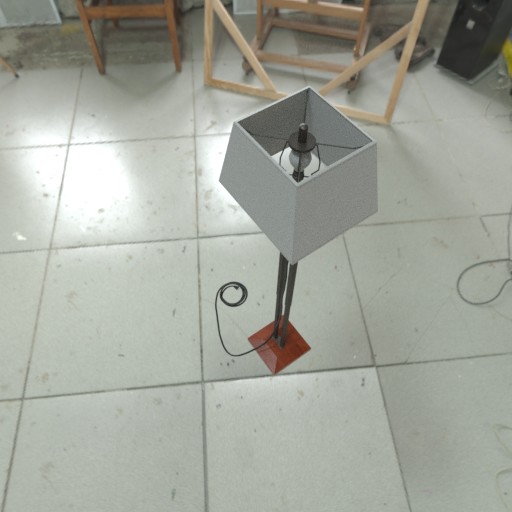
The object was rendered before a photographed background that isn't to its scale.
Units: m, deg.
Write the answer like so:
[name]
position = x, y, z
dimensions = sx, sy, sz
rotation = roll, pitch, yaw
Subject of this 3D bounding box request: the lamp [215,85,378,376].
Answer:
[lamp]
position = 0.000, 0.000, 2.029
dimensions = 0.472, 1.712, 0.745
rotation = -31, 63, -18
